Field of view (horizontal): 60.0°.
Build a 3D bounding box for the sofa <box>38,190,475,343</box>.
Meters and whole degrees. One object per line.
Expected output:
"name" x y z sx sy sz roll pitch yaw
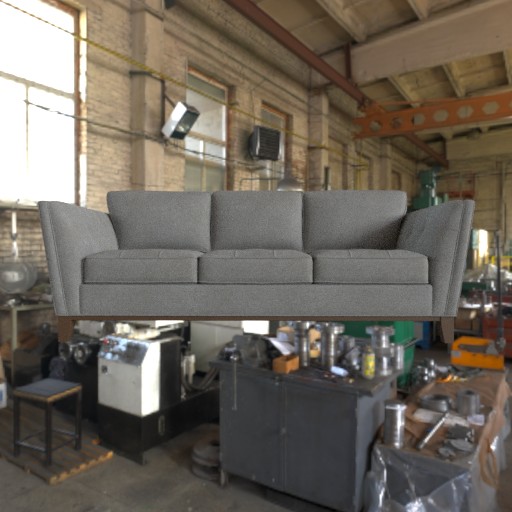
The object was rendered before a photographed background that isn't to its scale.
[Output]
"sofa" 0.000 0.000 2.889 2.387 0.940 0.965 0 1 1
